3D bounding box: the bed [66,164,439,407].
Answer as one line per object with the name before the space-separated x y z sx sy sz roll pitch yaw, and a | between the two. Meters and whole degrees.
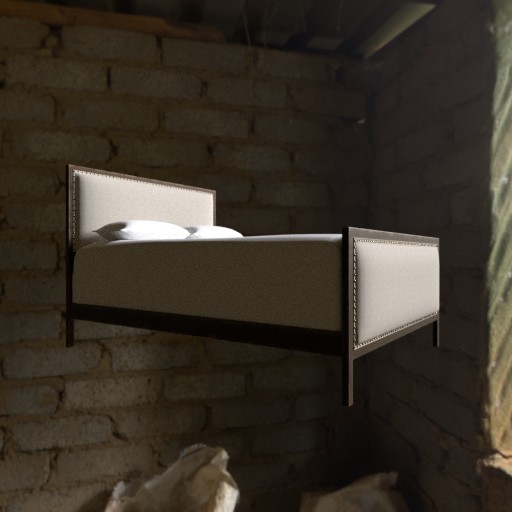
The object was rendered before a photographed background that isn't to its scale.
bed | 0.000 0.000 3.201 2.221 1.313 1.607 0 0 35
